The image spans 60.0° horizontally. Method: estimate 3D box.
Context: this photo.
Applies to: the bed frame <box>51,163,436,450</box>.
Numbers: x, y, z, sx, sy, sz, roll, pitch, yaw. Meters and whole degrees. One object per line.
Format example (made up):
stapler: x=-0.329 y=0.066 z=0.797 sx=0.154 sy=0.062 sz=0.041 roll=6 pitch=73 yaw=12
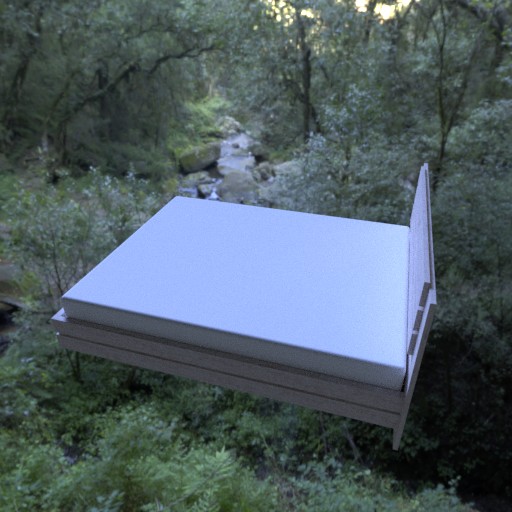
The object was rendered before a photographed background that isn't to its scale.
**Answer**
bed frame: x=0.000 y=0.000 z=3.024 sx=2.080 sy=0.970 sz=1.750 roll=9 pitch=33 yaw=15
